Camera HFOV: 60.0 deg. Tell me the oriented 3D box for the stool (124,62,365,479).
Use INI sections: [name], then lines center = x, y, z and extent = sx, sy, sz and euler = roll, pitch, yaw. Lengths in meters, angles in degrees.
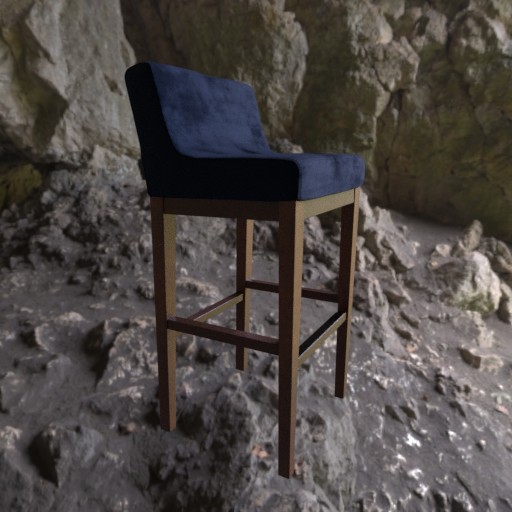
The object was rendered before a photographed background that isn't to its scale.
[stool]
center = 0.000, 0.000, 1.312
extent = 0.500, 1.037, 0.511
euler = 8, 16, 28
